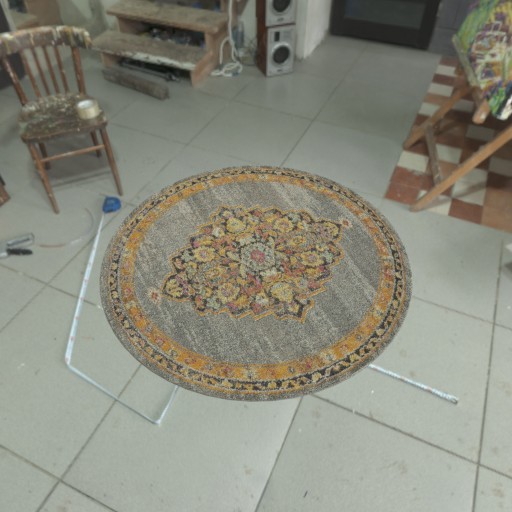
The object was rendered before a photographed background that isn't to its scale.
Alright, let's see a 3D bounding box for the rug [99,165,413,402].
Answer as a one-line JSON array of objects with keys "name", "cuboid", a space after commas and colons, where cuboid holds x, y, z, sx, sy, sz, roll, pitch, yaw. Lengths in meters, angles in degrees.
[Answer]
[{"name": "rug", "cuboid": [0.000, 0.000, 3.467, 2.382, 0.014, 2.382, 0, 47, 0]}]
